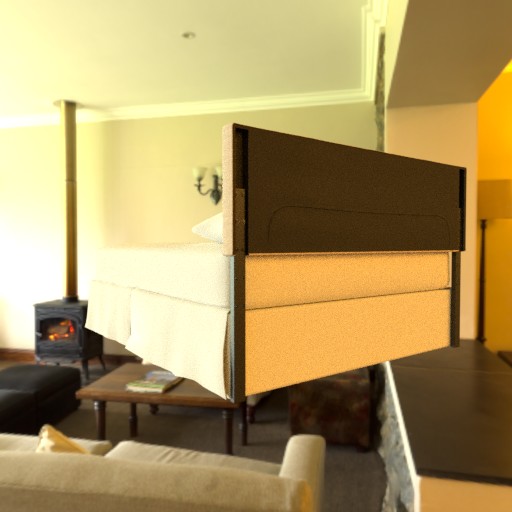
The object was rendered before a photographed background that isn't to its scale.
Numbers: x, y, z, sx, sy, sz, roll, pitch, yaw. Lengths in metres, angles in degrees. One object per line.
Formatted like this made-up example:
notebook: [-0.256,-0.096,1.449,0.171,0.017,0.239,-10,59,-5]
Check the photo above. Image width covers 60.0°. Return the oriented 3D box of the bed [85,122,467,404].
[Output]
bed: [0.000,0.000,2.799,1.616,1.016,1.876,-1,2,-36]
